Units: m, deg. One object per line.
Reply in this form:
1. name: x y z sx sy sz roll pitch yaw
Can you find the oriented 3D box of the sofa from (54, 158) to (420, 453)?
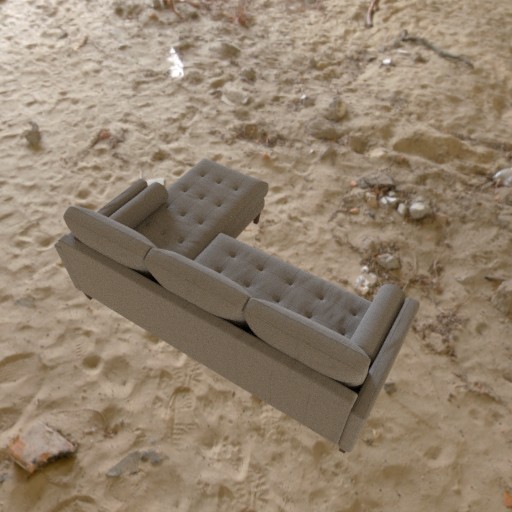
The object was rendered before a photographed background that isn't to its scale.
1. sofa: 0.000 0.000 3.033 2.178 0.875 1.506 25 52 21
